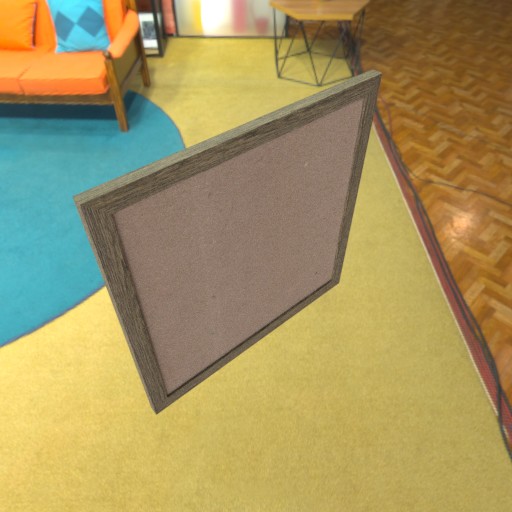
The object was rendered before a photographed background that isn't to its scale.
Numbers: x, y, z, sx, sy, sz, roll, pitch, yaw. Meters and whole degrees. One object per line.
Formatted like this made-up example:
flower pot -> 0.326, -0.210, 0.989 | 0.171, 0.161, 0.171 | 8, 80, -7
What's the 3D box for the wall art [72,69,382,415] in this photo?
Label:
wall art -> 0.000, 0.000, 0.774 | 0.508, 0.508, 0.019 | -31, 53, -27
